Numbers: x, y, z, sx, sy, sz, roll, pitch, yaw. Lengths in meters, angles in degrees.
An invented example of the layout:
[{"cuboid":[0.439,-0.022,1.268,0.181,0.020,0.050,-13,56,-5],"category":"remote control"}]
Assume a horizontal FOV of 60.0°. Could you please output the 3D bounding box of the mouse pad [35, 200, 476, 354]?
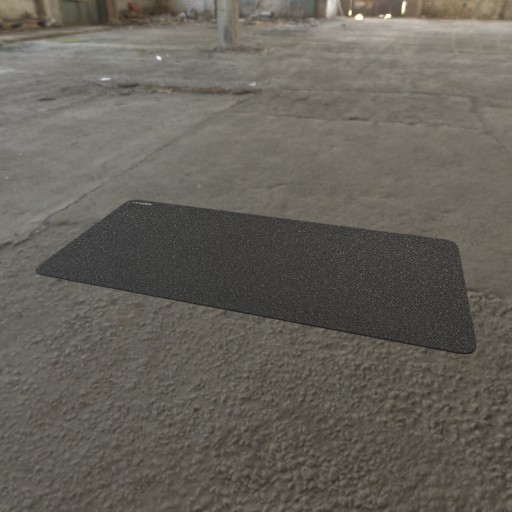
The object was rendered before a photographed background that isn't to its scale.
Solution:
[{"cuboid":[0.000,0.000,1.029,0.907,0.003,0.424,9,32,14],"category":"mouse pad"}]
